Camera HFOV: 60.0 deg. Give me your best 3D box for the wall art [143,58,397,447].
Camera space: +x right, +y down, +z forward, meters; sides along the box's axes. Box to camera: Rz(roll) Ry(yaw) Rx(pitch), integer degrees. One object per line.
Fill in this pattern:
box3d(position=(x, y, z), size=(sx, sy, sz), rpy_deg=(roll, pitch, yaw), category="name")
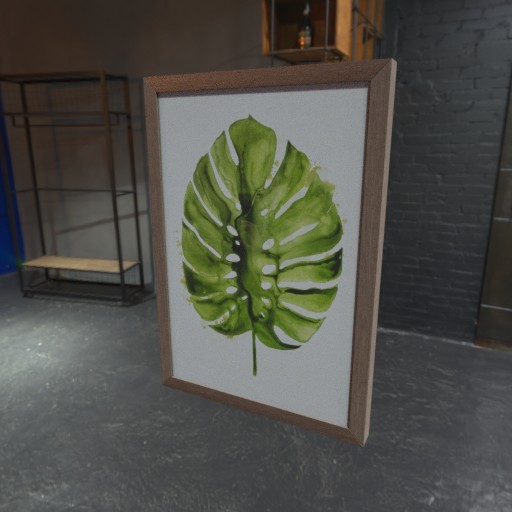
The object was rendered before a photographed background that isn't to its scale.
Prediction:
box3d(position=(0.000, 0.000, 0.654), size=(0.358, 0.510, 0.032), rpy_deg=(7, 17, 26), category="wall art")
